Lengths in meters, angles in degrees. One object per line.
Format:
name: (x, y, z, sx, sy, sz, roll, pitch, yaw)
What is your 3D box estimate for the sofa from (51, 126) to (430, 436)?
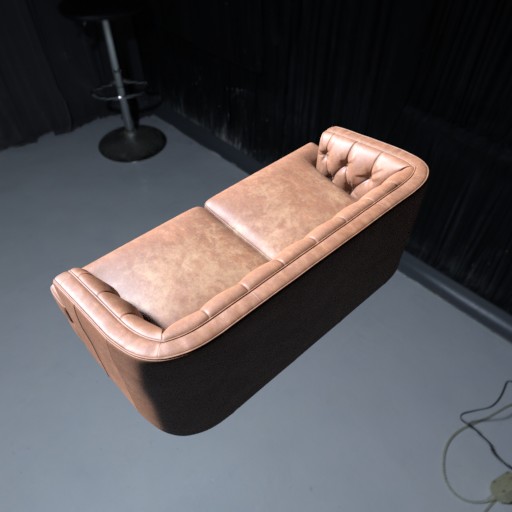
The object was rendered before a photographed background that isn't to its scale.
sofa: (0.000, 0.000, 2.240, 1.755, 0.786, 0.914, -34, 56, -27)
